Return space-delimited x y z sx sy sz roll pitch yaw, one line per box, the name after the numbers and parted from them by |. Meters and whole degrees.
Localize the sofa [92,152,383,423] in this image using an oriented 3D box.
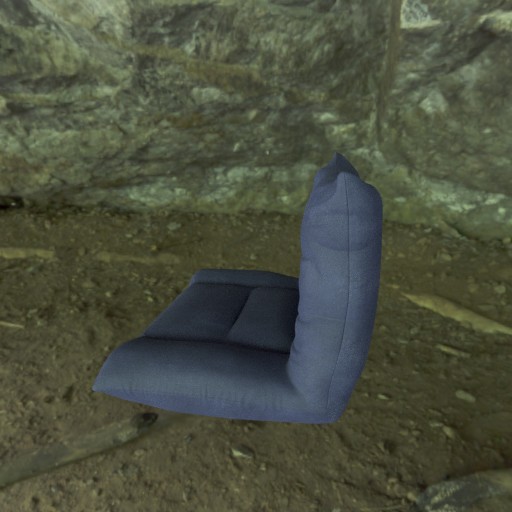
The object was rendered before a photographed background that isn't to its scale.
0.000 0.000 1.736 0.849 0.778 1.122 2 14 9 | sofa
